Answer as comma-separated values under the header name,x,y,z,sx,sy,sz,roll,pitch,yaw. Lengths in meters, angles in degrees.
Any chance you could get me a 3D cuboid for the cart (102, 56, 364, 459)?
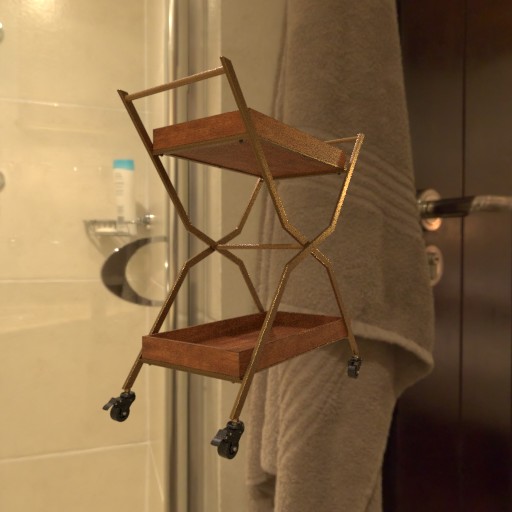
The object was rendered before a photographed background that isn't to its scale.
name,x,y,z,sx,sy,sz,roll,pitch,yaw
cart,0.000,0.000,1.369,0.405,0.869,0.836,0,1,35
